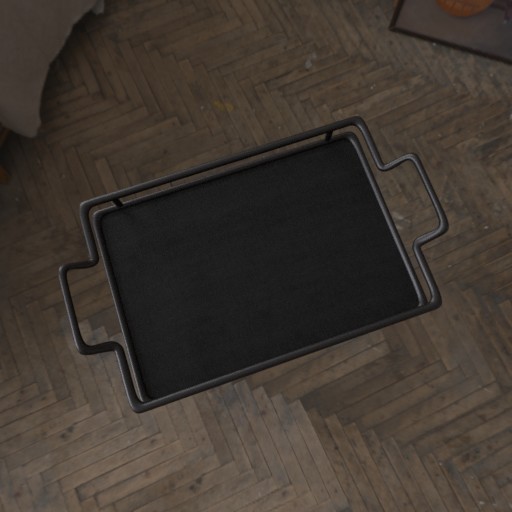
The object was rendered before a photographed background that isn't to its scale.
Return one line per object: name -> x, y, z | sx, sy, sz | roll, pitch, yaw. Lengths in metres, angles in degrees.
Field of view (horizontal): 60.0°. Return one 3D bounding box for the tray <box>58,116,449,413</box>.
tray -> 0.000, 0.000, 0.610 | 0.495, 0.101, 0.297 | -18, 78, -4
